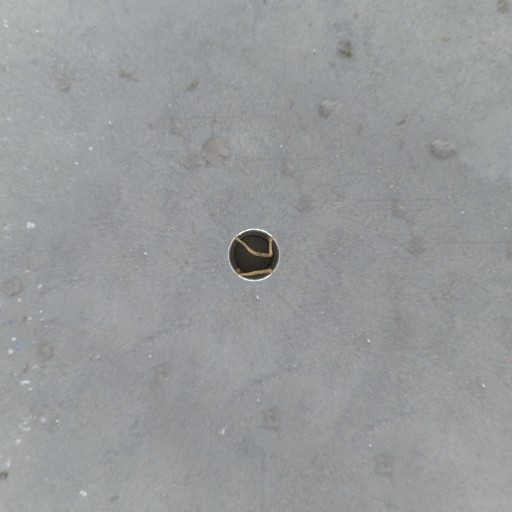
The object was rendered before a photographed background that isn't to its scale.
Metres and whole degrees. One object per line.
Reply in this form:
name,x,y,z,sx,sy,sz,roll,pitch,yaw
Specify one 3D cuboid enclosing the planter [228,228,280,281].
planter,0.000,0.000,1.189,0.187,1.073,0.187,0,91,-1
